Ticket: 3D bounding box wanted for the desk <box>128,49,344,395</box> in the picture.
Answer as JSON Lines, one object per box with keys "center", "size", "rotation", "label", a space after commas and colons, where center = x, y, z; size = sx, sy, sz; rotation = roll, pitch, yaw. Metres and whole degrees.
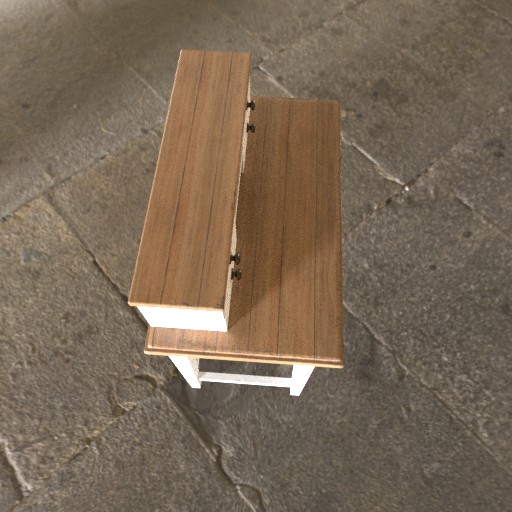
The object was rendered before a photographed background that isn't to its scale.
{"center": [0.000, 0.000, 1.457], "size": [0.462, 0.981, 0.814], "rotation": [4, 64, 2], "label": "desk"}
